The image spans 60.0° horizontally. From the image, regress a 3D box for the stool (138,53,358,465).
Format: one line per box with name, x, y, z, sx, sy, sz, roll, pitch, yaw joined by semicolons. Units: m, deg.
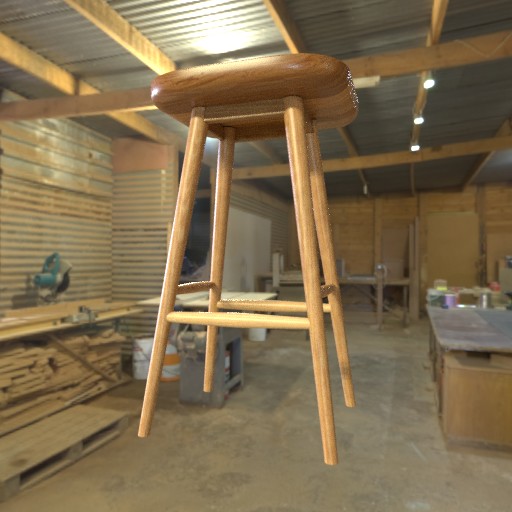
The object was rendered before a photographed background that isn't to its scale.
stool;0.000;0.000;0.947;0.407;0.698;0.322;0;0;18
